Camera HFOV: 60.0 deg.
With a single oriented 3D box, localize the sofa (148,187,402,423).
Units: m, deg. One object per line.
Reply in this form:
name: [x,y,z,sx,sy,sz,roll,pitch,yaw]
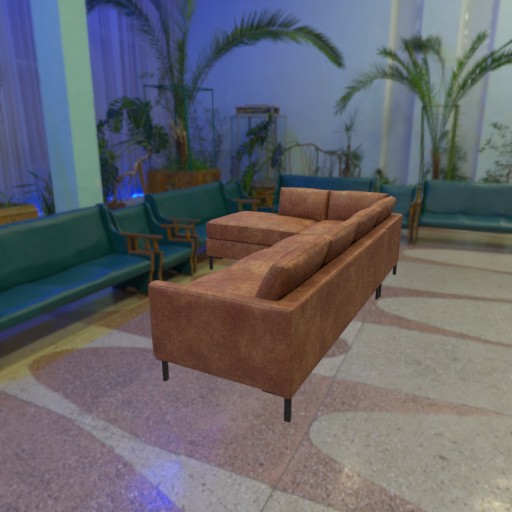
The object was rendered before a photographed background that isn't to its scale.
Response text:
sofa: [0.000,0.000,3.857,1.938,0.877,2.984,8,17,27]
